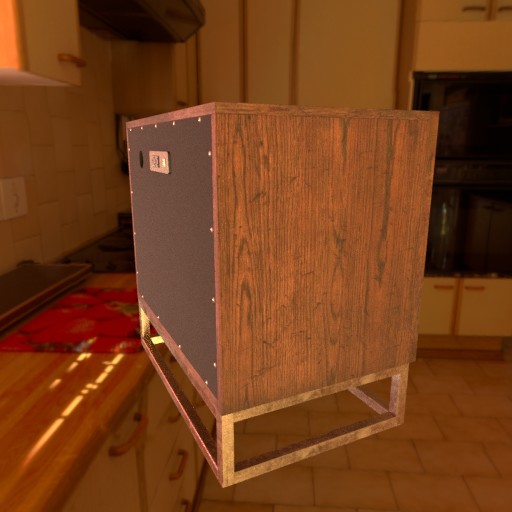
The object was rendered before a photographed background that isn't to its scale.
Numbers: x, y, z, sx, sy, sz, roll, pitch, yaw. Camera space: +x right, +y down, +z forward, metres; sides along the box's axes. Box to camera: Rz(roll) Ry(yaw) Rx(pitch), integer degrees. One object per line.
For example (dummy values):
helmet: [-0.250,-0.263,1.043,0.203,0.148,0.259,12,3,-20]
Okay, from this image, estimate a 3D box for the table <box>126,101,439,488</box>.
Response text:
table: [0.000,0.000,1.251,0.542,0.746,0.767,-7,16,-25]
